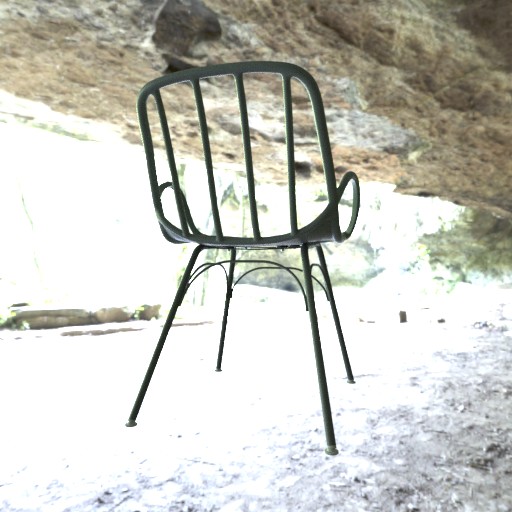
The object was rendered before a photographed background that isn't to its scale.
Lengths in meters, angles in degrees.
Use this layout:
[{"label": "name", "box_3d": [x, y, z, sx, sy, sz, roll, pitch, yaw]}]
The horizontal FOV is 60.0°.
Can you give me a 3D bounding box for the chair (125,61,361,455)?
[{"label": "chair", "box_3d": [0.000, 0.000, 1.220, 0.549, 0.816, 0.597, 0, 0, 18]}]
